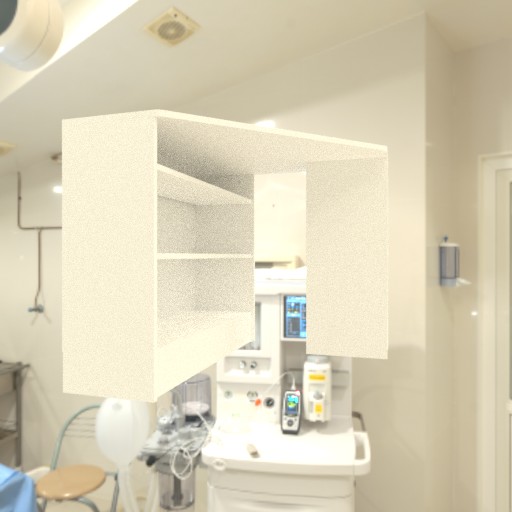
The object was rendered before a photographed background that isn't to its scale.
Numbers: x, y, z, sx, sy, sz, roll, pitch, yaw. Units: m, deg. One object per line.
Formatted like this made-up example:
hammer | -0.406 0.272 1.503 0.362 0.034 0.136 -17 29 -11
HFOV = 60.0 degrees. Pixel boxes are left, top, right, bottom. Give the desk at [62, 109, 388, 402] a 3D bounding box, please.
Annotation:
desk | 0.000 0.000 1.640 0.926 0.818 0.940 0 0 17
